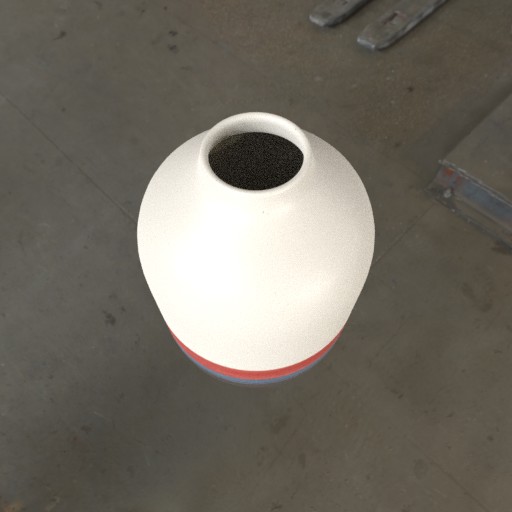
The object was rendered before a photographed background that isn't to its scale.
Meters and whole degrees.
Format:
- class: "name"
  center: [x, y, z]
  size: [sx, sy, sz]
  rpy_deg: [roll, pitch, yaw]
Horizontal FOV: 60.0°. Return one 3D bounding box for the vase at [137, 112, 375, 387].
- class: "vase"
  center: [0.000, 0.000, 0.351]
  size: [0.169, 0.237, 0.169]
  rpy_deg: [0, 60, 0]
